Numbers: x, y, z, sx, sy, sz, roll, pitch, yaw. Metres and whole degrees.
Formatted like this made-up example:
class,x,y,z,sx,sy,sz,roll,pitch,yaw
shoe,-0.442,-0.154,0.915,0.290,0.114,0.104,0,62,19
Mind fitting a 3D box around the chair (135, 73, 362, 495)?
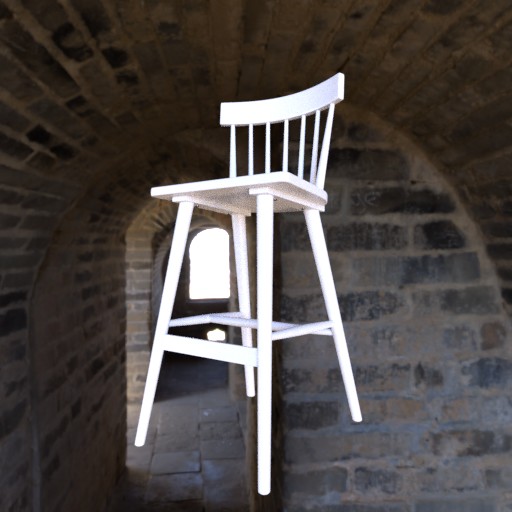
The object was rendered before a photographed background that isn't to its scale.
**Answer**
class,x,y,z,sx,sy,sz,roll,pitch,yaw
chair,0.000,0.000,1.368,0.483,1.092,0.572,0,0,36
